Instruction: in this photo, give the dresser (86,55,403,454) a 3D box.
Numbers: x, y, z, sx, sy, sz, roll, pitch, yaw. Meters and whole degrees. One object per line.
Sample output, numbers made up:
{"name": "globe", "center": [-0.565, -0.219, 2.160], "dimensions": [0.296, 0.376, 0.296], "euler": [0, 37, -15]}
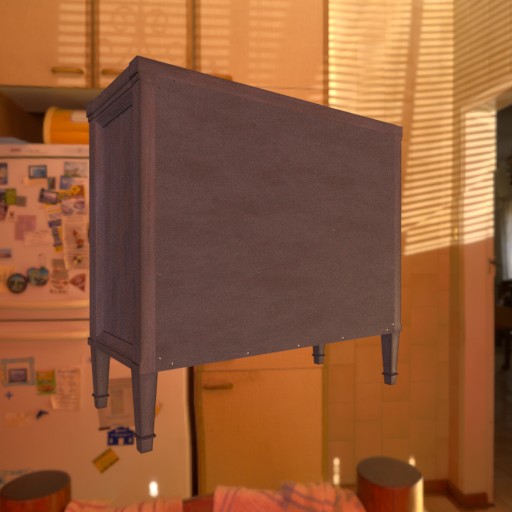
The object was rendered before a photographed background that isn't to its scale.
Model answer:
{"name": "dresser", "center": [0.000, 0.000, 1.577], "dimensions": [1.049, 0.986, 0.463], "euler": [0, 0, -36]}
